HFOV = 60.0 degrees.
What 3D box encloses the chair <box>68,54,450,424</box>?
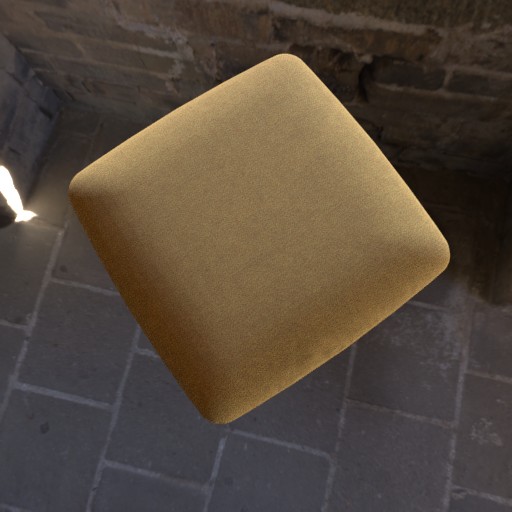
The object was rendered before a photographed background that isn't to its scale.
[{"bbox_3d":[0.000,0.000,0.689,0.350,0.440,0.350,-33,79,-7],"label":"chair"}]
